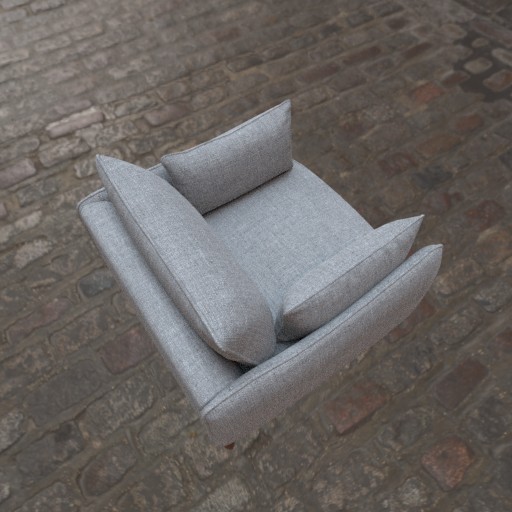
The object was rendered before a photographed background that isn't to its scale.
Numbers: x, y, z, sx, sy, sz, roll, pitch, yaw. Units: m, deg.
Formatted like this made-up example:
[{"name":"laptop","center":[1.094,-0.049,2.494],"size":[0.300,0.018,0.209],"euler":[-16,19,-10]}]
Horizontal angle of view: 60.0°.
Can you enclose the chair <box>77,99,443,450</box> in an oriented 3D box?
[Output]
[{"name":"chair","center":[0.000,0.000,1.691],"size":[0.976,0.839,0.993],"euler":[-30,62,-18]}]
